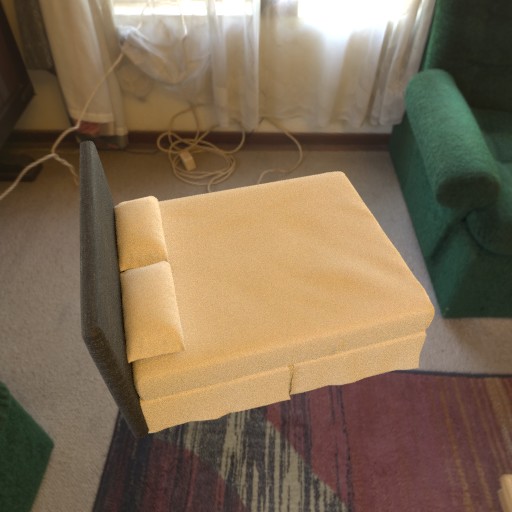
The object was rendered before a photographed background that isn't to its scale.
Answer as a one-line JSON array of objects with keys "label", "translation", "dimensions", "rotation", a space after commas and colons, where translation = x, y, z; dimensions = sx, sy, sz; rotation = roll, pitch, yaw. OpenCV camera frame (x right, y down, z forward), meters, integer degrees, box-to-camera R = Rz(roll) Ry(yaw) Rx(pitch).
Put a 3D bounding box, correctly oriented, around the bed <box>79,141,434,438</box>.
[{"label": "bed", "translation": [0.000, 0.000, 3.217], "dimensions": [2.142, 1.330, 1.723], "rotation": [-11, 48, -10]}]
